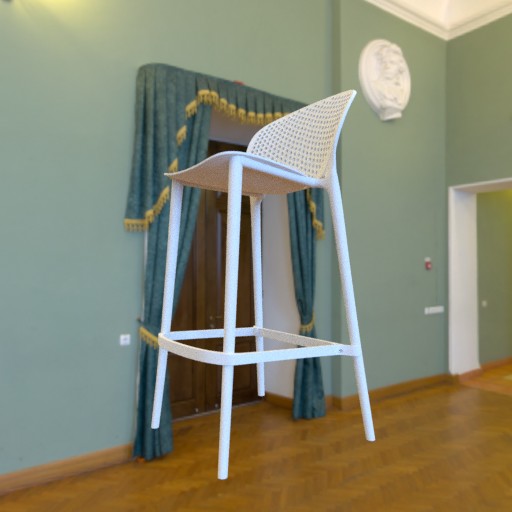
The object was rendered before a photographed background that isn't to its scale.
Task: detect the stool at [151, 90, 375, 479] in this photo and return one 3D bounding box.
[{"bbox_3d":[0.000,0.000,1.338,0.535,1.045,0.536,0,-1,-36],"label":"stool"}]
